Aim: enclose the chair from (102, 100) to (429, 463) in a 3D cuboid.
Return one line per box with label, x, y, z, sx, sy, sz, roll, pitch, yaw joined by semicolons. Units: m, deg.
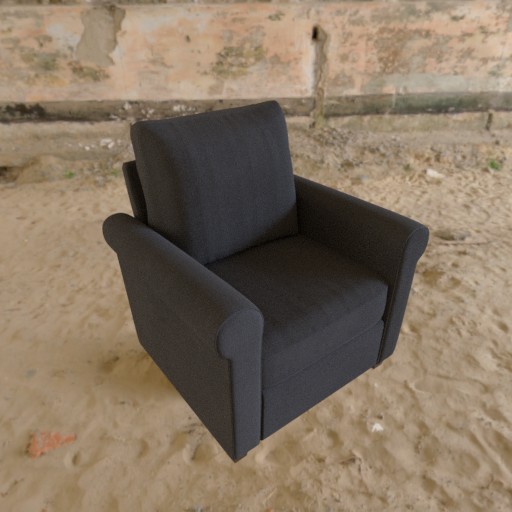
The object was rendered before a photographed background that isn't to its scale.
chair;0.000;0.000;1.615;0.867;0.942;0.828;-21;37;-31
